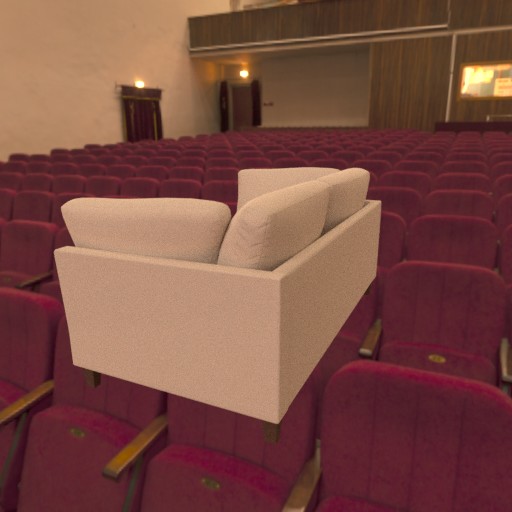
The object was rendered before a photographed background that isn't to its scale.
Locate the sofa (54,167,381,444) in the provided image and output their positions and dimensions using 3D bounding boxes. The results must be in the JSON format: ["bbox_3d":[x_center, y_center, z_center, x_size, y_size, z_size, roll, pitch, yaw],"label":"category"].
[{"bbox_3d":[0.000,0.000,2.333,0.970,0.836,1.776,7,17,24],"label":"sofa"}]
